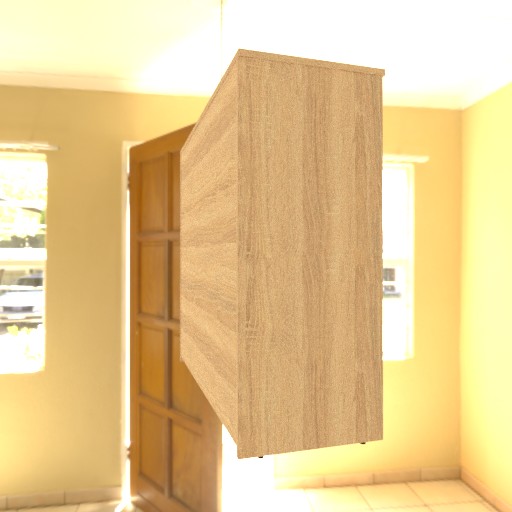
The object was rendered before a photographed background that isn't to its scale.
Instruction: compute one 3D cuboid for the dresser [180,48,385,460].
[{"bbox_3d":[0.000,0.000,1.486,0.380,0.900,0.980,0,0,-17],"label":"dresser"}]
